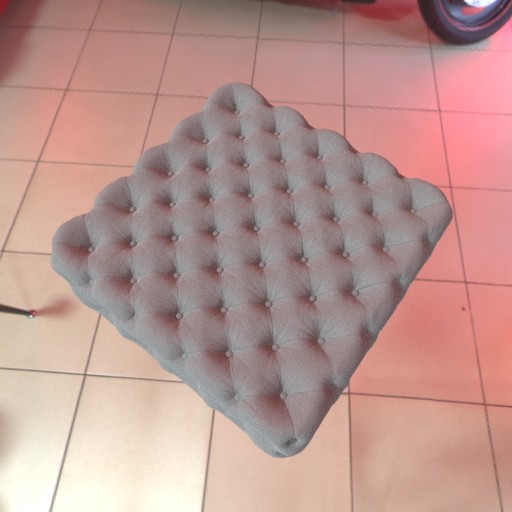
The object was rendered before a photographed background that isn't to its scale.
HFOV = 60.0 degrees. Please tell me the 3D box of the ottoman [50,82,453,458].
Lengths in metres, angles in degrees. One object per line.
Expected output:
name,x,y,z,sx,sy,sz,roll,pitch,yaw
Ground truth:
ottoman,0.000,0.000,1.449,0.917,0.439,0.911,34,67,17
